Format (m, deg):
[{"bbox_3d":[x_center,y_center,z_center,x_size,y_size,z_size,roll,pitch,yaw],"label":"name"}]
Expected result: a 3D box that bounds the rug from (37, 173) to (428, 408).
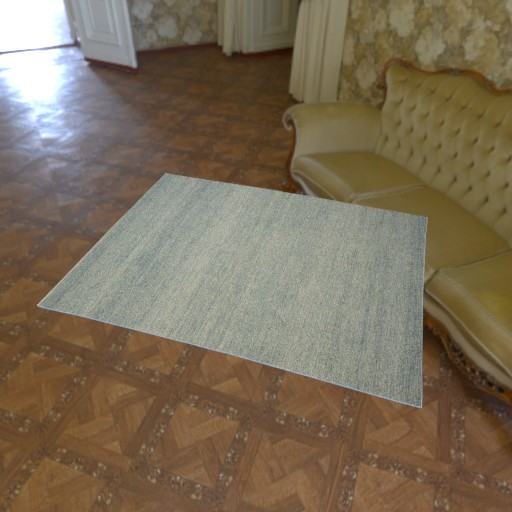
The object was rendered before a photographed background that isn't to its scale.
[{"bbox_3d":[0.000,0.000,4.383,3.237,0.046,2.461,12,41,14],"label":"rug"}]
